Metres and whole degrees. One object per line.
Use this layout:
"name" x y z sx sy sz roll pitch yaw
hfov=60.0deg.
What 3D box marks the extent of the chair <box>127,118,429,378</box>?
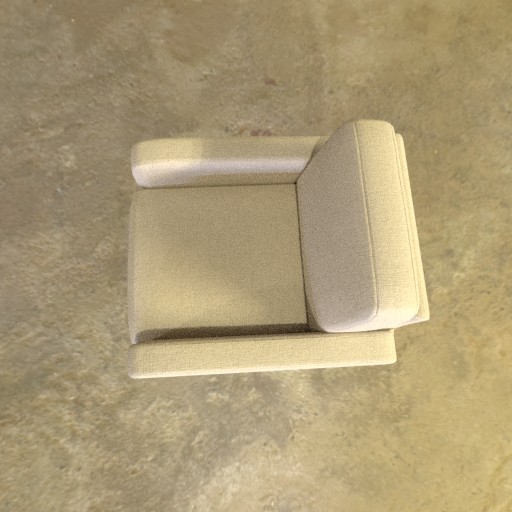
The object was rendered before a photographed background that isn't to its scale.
"chair" 0.000 0.000 1.490 0.888 0.827 0.755 -3 76 -1
